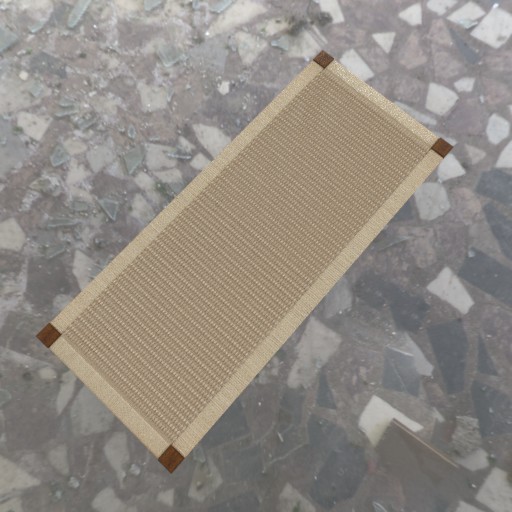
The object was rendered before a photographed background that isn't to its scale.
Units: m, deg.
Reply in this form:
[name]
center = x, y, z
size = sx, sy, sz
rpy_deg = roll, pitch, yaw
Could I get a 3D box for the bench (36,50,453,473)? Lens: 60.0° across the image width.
[bench]
center = 0.000, 0.000, 1.471
size = 0.507, 0.457, 1.198
rpy_deg = 41, 79, 9
